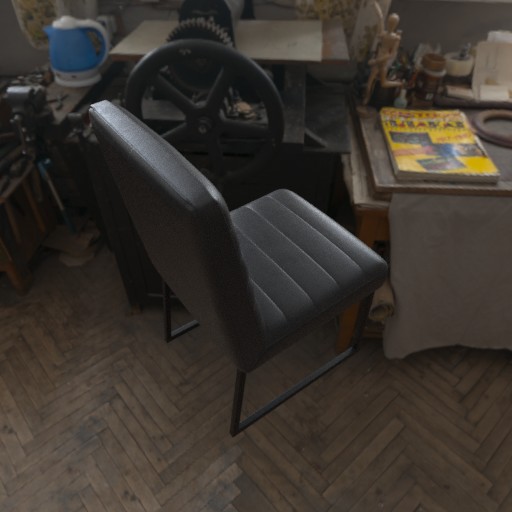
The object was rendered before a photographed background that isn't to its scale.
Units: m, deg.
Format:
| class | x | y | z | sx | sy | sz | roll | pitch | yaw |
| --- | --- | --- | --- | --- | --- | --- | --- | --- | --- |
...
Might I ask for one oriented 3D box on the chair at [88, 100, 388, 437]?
| class | x | y | z | sx | sy | sz | roll | pitch | yaw |
| --- | --- | --- | --- | --- | --- | --- | --- | --- | --- |
| chair | 0.000 | 0.000 | 1.319 | 0.634 | 0.930 | 0.520 | -26 | 49 | -25 |
